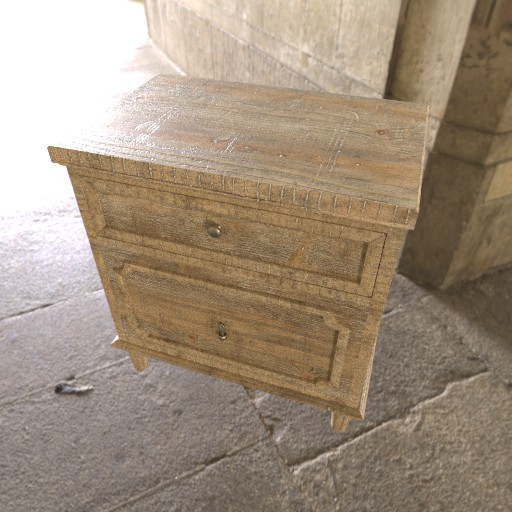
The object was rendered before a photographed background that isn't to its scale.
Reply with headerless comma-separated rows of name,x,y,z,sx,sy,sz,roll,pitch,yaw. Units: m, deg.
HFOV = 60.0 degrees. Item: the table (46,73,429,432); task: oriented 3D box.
table,0.000,0.000,1.141,0.686,0.711,0.457,12,42,14
